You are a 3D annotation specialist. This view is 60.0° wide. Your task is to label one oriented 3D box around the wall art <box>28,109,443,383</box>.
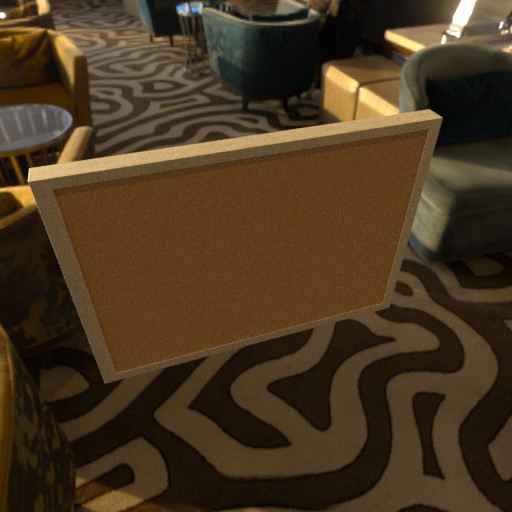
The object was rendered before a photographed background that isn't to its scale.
[{"bbox_3d":[0.000,0.000,0.680,0.532,0.380,0.032,-12,42,-14],"label":"wall art"}]
